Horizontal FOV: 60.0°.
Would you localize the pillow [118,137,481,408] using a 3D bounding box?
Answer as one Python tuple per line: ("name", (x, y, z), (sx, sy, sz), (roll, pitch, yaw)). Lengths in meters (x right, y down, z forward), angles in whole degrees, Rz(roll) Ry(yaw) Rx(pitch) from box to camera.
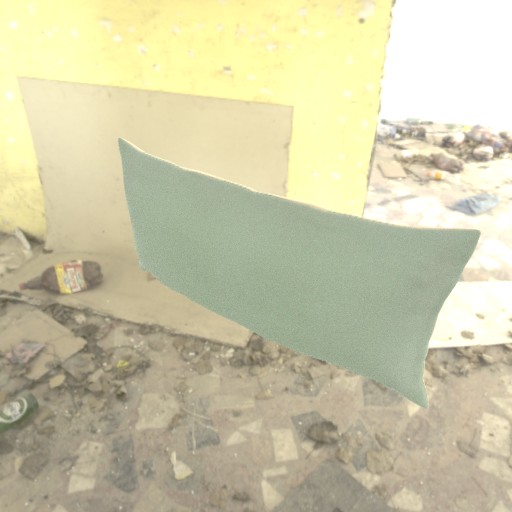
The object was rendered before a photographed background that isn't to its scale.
("pillow", (0.000, 0.000, 0.709), (0.610, 0.287, 0.151), (21, 37, 31))
